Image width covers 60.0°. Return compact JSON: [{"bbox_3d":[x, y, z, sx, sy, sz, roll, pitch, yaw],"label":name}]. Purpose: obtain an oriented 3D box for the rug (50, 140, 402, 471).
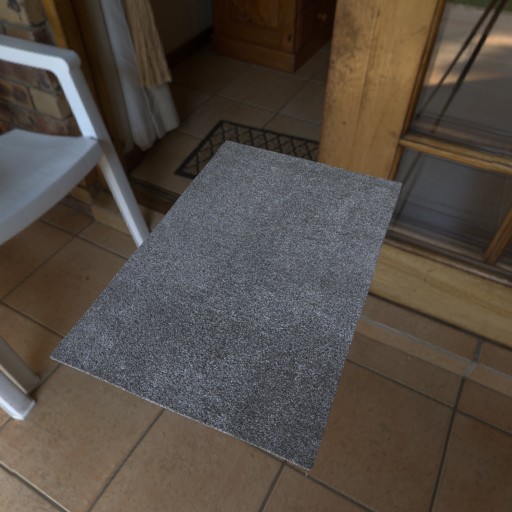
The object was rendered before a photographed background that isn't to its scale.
[{"bbox_3d":[0.000,0.000,3.501,1.802,0.026,2.699,17,50,15],"label":"rug"}]
